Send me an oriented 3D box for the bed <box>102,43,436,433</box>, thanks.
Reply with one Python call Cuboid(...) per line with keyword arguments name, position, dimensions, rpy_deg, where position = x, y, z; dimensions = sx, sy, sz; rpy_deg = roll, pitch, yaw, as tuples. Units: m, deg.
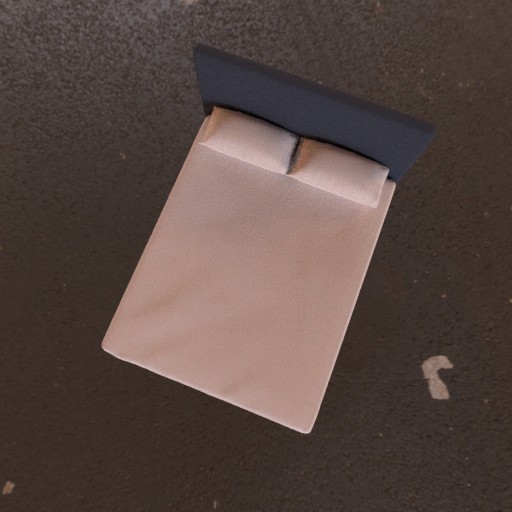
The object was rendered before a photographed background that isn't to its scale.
Cuboid(name="bed", position=(0.000, 0.000, 3.245), dimensions=(1.713, 1.330, 2.162), rpy_deg=(21, 78, 5))
